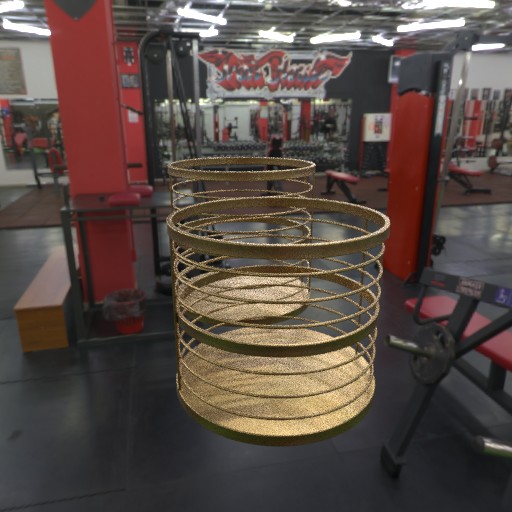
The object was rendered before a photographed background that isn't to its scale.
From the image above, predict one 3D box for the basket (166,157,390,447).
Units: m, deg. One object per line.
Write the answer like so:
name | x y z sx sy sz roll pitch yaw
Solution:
basket | 0.000 0.000 0.945 0.356 0.351 0.746 -3 18 -10
